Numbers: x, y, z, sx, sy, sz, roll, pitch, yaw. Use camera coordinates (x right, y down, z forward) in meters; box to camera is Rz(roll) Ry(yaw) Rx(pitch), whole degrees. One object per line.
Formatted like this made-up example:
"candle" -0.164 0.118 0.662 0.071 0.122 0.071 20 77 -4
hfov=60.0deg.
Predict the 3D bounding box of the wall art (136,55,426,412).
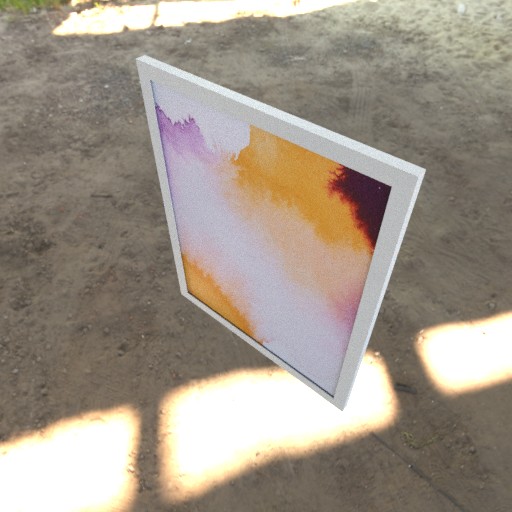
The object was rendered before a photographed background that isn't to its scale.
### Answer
"wall art" 0.000 0.000 1.114 0.661 0.811 0.026 31 54 26
